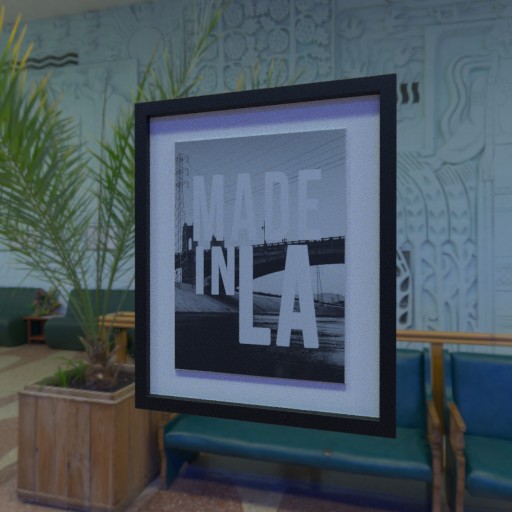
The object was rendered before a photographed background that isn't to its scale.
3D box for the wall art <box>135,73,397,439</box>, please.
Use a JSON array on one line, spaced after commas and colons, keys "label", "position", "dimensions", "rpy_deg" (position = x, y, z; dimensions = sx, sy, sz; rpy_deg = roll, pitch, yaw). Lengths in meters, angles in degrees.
[{"label": "wall art", "position": [0.000, 0.000, 0.756], "dimensions": [0.457, 0.559, 0.028], "rpy_deg": [0, 0, 17]}]
